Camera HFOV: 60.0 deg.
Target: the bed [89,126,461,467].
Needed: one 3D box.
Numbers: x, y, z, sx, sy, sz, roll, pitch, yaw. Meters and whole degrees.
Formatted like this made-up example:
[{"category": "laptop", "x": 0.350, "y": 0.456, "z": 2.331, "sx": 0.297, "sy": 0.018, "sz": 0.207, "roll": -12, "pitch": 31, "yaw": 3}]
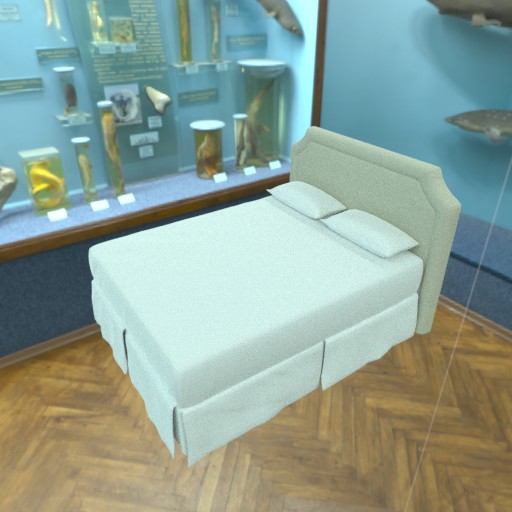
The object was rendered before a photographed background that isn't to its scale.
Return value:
[{"category": "bed", "x": 0.000, "y": 0.000, "z": 3.181, "sx": 2.116, "sy": 1.290, "sz": 1.693, "roll": -19, "pitch": 36, "yaw": -29}]
